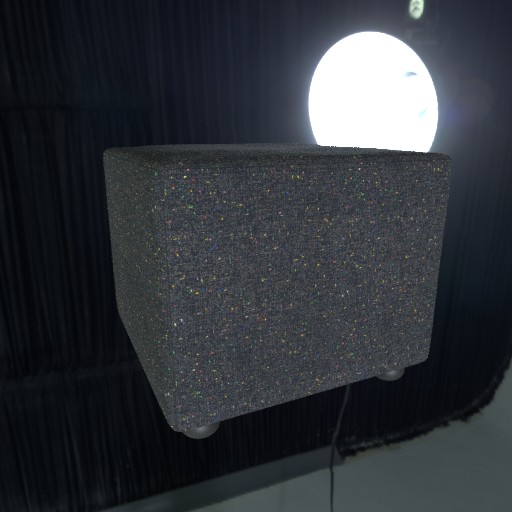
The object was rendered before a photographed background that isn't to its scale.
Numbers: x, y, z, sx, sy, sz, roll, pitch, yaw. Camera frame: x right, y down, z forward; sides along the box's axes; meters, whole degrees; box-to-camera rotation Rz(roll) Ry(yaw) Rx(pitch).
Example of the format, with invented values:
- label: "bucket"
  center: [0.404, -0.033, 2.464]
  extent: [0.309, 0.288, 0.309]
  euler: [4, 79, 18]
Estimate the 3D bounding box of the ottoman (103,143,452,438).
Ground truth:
- label: "ottoman"
  center: [0.000, 0.000, 0.891]
  extent: [0.508, 0.432, 0.508]
  euler: [-7, 18, -24]
